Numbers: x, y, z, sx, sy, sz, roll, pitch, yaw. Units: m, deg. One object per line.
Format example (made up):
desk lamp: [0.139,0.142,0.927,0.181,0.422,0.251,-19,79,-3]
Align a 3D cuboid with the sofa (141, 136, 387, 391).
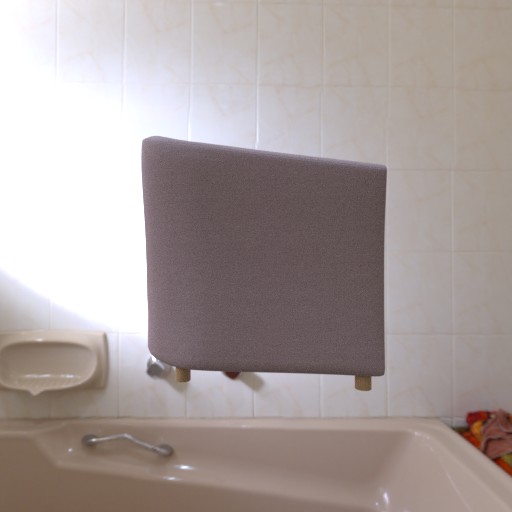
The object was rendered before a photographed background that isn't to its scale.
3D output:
sofa: [0.000,0.000,1.843,0.705,0.721,1.452,0,-1,1]
